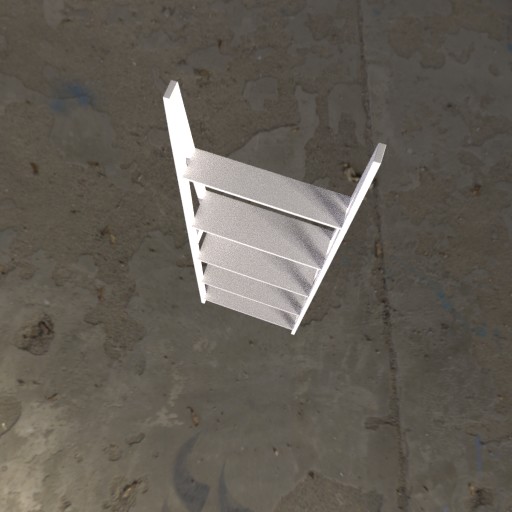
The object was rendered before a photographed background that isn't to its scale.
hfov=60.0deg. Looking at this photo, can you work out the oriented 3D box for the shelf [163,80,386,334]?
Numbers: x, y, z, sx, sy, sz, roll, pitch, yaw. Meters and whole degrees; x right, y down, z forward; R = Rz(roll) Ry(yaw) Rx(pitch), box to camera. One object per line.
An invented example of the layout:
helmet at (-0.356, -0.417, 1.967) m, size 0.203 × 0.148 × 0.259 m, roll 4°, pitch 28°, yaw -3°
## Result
shelf at (0.000, 0.000, 2.042) m, size 0.636 × 1.779 × 0.341 m, roll 18°, pitch 75°, yaw 5°
